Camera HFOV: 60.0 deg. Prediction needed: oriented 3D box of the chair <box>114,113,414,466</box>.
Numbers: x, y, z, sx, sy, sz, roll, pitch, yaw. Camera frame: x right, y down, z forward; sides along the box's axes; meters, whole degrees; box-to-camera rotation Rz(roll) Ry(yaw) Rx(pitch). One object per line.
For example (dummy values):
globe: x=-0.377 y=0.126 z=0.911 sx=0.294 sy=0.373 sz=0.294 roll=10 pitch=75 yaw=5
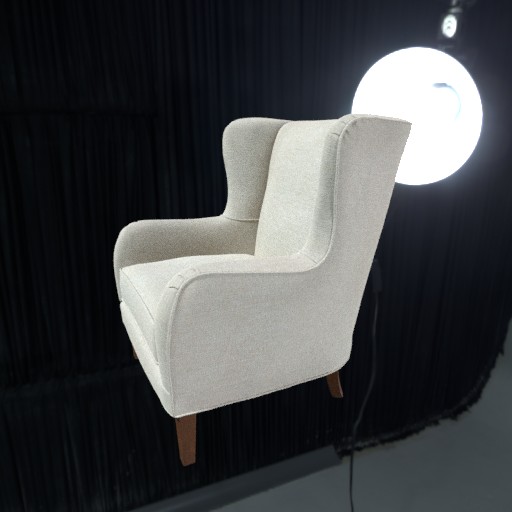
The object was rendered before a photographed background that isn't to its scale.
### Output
chair: x=0.000 y=0.000 z=1.716 sx=0.966 sy=1.040 sz=0.838 roll=-8 pitch=18 yaw=-25
